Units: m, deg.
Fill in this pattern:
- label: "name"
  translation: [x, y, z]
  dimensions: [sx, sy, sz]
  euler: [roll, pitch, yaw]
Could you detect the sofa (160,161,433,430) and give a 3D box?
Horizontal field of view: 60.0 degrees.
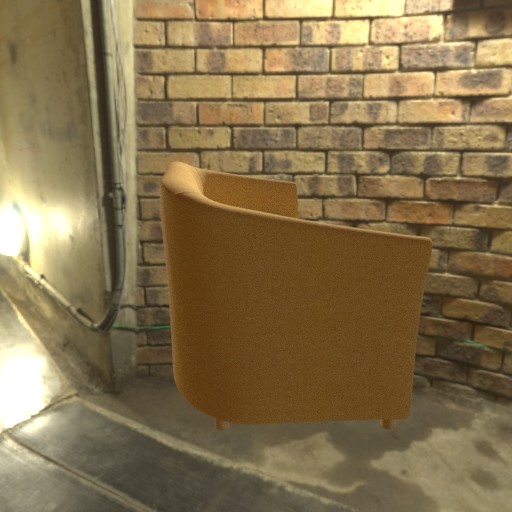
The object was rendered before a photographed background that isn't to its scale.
- label: "sofa"
  translation: [0.000, 0.000, 1.821]
  dimensions: [0.705, 0.721, 1.452]
  euler: [-2, 15, -9]
